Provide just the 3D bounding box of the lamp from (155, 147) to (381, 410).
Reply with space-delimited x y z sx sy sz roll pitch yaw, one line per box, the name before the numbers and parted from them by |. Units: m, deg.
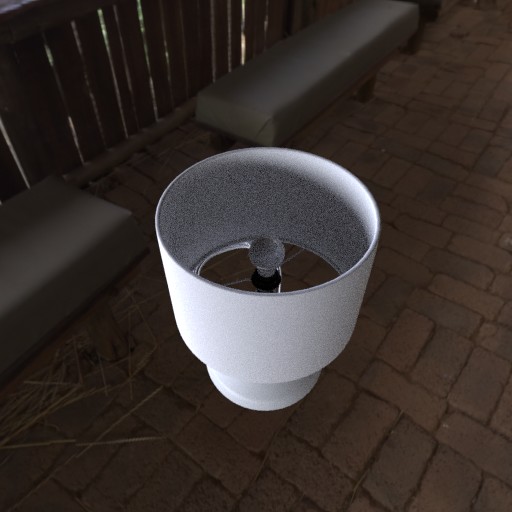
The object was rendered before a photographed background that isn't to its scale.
lamp | 0.000 0.000 0.858 0.401 0.457 0.546 11 47 10
